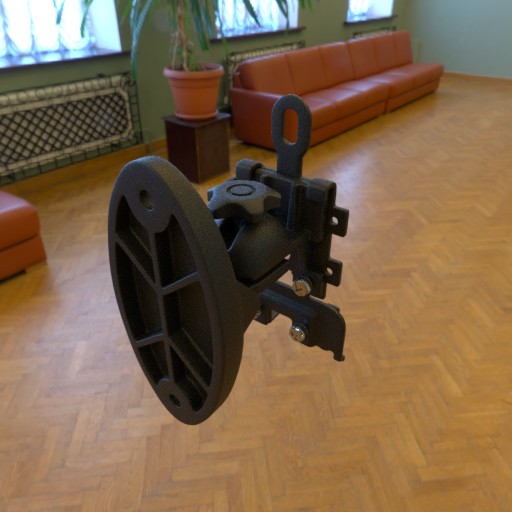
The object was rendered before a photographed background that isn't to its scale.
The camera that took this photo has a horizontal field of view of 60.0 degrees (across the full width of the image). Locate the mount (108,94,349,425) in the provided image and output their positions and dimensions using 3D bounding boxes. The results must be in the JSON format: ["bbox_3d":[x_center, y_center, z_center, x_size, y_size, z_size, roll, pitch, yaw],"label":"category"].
[{"bbox_3d":[0.000,0.000,0.179,0.066,0.118,0.100,22,38,31],"label":"mount"}]
